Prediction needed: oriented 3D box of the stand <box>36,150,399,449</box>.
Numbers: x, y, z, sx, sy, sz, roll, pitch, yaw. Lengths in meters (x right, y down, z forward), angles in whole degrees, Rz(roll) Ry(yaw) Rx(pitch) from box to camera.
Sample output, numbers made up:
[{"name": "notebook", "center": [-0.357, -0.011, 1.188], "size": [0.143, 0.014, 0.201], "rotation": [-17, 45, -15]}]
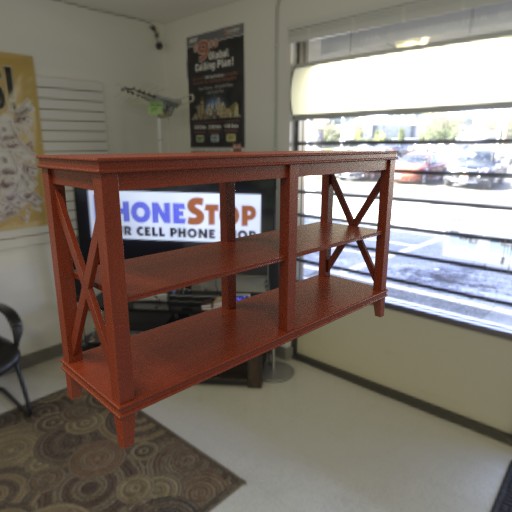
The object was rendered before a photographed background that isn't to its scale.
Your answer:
[{"name": "stand", "center": [0.000, 0.000, 1.678], "size": [1.372, 0.762, 0.381], "rotation": [-14, 20, -43]}]
